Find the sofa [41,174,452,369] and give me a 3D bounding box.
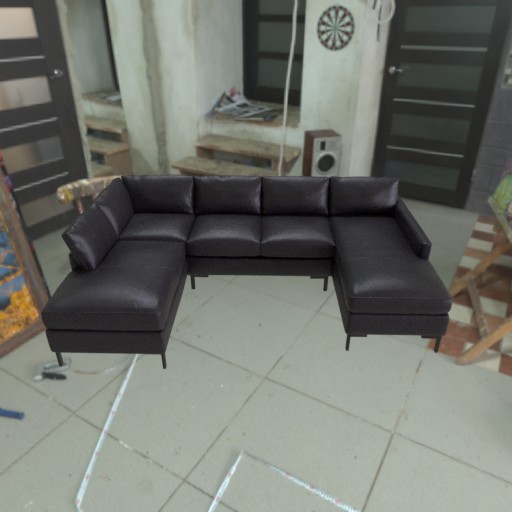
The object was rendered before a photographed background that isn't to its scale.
[{"bbox_3d":[0.000,0.000,3.882,2.956,0.900,1.939,1,29,1],"label":"sofa"}]
